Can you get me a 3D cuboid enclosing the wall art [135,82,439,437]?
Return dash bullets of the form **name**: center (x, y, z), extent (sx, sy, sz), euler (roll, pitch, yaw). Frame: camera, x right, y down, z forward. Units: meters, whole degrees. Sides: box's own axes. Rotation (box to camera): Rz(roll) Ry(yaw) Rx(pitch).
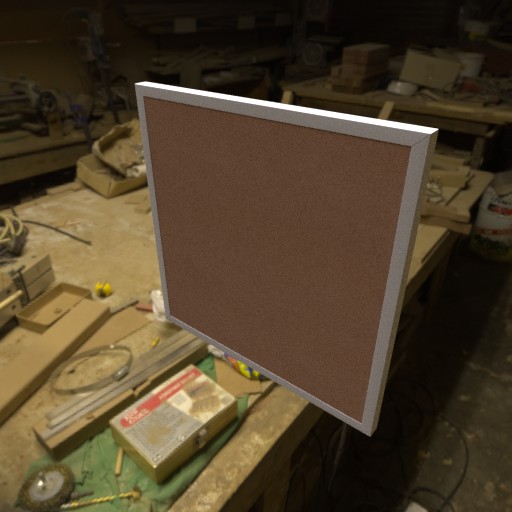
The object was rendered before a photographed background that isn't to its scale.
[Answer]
- **wall art**: center (0.000, 0.000, 1.134), extent (0.760, 0.760, 0.036), euler (22, 37, 32)
